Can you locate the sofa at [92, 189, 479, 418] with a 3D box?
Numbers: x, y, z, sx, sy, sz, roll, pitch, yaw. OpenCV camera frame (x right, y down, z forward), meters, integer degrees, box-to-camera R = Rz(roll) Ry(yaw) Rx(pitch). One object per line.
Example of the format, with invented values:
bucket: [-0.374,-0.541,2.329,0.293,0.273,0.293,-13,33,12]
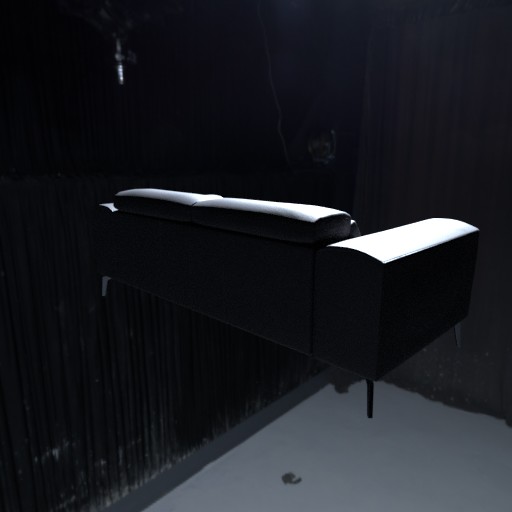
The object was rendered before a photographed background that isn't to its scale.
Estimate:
sofa: [0.000,0.000,2.809,2.330,0.814,1.048,13,18,43]
